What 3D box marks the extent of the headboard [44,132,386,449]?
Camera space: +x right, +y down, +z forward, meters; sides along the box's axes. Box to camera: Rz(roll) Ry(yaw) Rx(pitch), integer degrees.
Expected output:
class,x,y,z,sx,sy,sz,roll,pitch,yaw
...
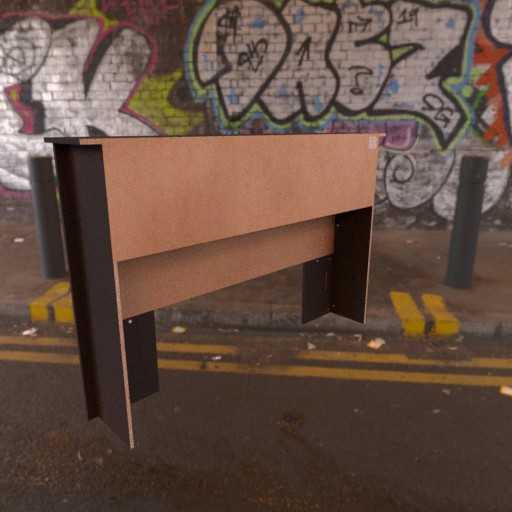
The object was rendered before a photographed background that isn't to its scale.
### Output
class,x,y,z,sx,sy,sz,roll,pitch,yaw
headboard,0.000,0.000,2.068,1.671,1.092,0.279,-15,22,-42
